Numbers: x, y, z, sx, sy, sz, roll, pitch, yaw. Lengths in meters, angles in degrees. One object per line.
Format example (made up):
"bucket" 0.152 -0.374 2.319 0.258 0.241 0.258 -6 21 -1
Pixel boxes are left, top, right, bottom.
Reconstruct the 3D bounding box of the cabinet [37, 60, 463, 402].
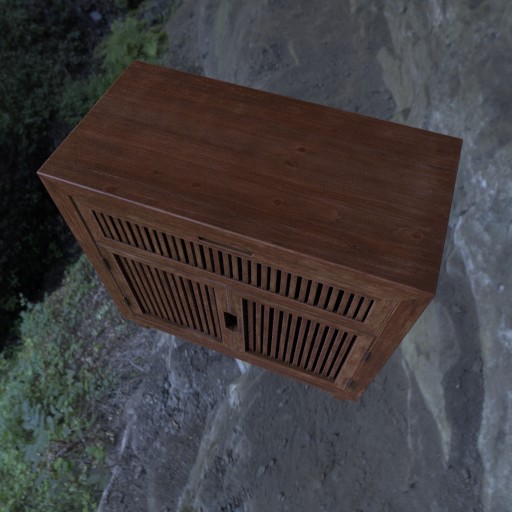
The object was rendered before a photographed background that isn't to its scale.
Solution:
"cabinet" 0.000 0.000 1.251 0.796 0.785 0.412 18 59 11
